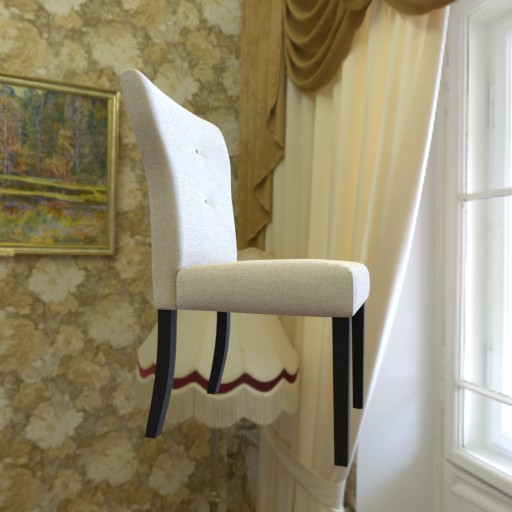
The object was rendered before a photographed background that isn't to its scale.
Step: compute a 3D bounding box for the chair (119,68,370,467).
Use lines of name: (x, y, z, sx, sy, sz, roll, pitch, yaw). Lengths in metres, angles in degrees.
chair: (0.000, 0.000, 1.241, 0.597, 0.921, 0.509, 0, 0, 18)
